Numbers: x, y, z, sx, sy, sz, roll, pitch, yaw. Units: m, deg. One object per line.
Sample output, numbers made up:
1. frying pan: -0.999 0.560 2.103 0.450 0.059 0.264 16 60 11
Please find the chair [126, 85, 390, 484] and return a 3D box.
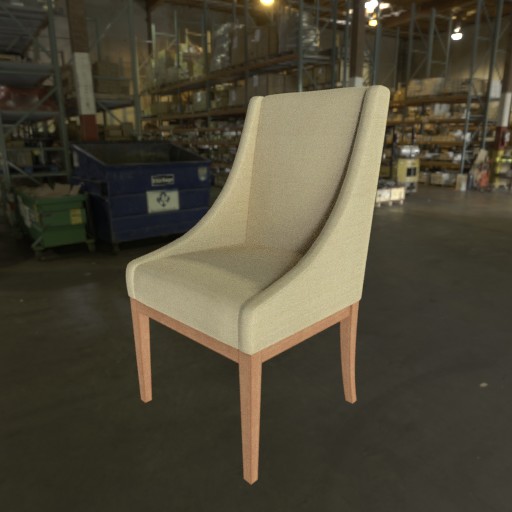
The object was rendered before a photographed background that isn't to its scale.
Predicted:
1. chair: 0.000 0.000 1.406 0.611 1.021 0.575 -14 21 -43
